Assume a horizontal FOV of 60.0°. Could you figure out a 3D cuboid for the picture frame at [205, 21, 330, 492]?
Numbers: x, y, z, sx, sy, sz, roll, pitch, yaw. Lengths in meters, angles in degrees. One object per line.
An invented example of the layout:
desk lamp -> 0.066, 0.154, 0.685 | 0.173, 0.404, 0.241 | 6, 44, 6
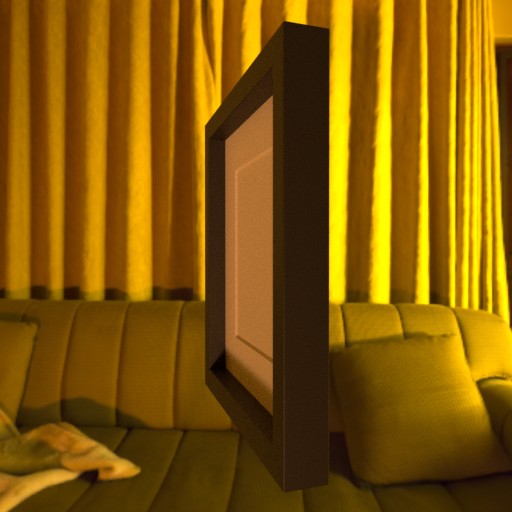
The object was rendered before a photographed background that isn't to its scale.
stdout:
picture frame -> 0.000, 0.000, 0.383 | 0.042, 0.284, 0.232 | 0, 1, -18
